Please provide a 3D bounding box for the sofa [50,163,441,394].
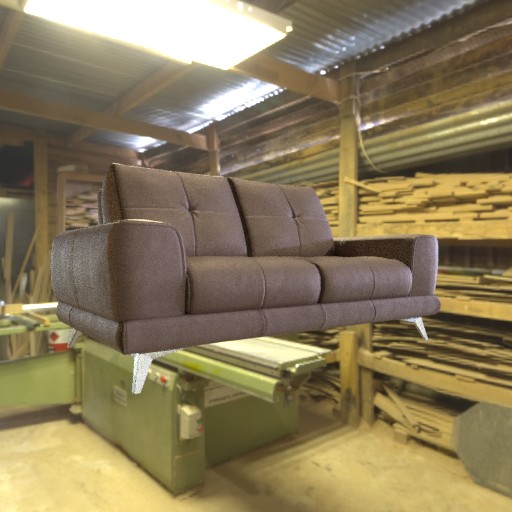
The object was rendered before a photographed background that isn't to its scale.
[{"bbox_3d":[0.000,0.000,2.294,1.806,0.907,1.018,0,0,-36],"label":"sofa"}]
